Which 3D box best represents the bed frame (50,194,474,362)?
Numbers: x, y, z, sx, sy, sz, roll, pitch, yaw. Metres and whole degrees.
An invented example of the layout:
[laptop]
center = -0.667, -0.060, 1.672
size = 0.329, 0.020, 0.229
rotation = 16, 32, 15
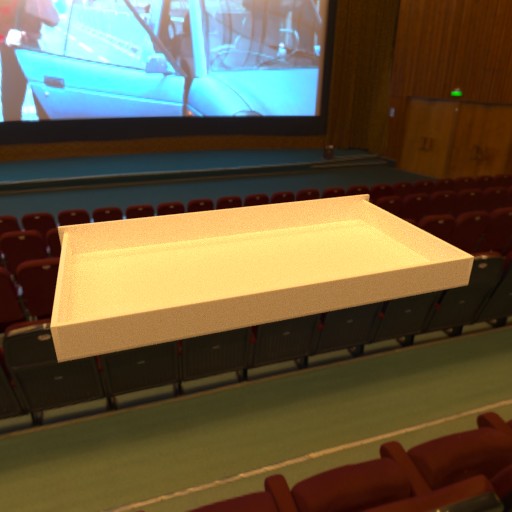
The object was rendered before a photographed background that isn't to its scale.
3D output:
[bed frame]
center = 0.000, 0.000, 1.551
size = 1.300, 0.141, 0.670
rotation = -8, 25, -17
